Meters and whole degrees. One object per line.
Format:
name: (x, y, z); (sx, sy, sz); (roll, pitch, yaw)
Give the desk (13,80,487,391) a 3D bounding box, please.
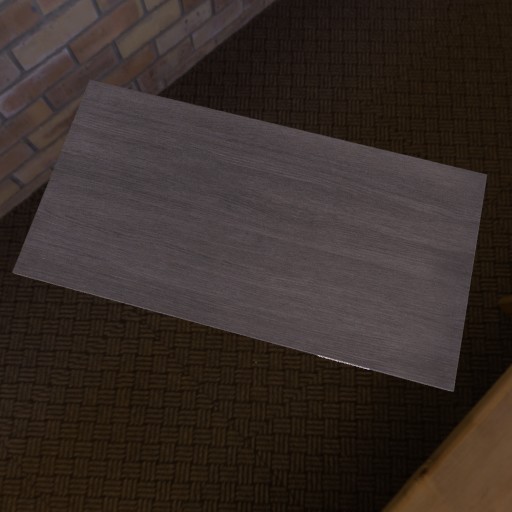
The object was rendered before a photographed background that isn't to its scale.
desk: (0.000, 0.000, 1.481); (1.097, 0.735, 0.560); (14, 77, 3)
